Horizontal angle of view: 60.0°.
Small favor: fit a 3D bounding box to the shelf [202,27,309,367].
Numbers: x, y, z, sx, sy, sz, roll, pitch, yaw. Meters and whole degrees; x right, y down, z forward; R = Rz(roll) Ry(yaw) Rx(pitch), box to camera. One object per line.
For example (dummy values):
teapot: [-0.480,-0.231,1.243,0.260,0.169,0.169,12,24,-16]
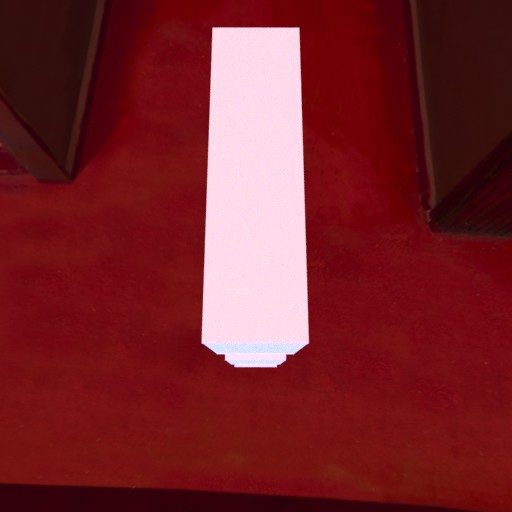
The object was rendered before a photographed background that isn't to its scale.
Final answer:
shelf: [0.000,0.000,1.941,0.250,1.650,0.890,0,74,0]
